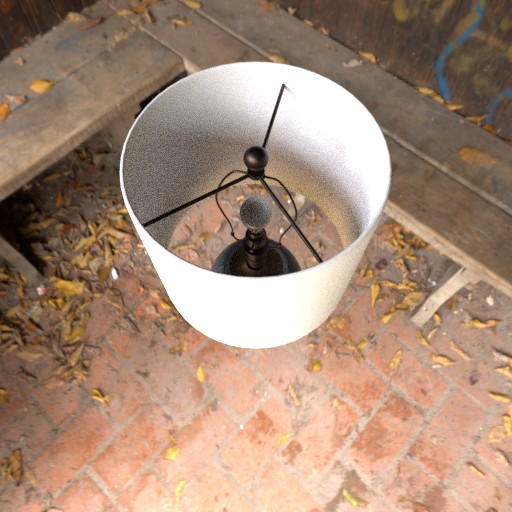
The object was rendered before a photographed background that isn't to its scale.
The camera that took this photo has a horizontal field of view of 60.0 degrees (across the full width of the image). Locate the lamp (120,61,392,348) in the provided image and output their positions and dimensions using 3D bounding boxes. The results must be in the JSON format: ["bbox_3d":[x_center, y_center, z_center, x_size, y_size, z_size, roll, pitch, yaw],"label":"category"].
[{"bbox_3d":[0.000,0.000,0.781,0.329,0.570,0.329,13,65,6],"label":"lamp"}]
